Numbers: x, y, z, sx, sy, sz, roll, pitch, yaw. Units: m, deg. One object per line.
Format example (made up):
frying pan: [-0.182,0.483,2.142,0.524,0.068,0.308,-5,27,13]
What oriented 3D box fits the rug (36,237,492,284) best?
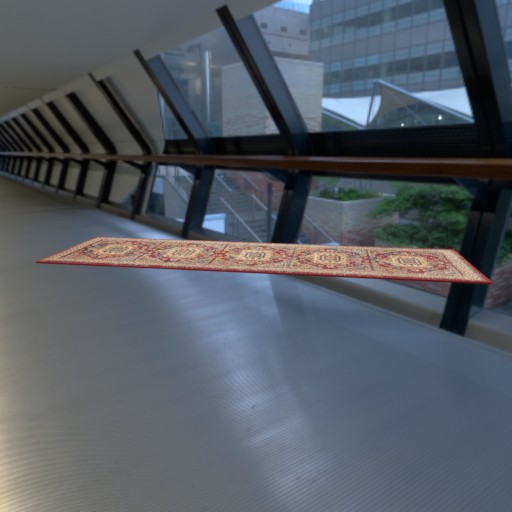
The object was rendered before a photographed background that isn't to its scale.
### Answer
rug: [0.000,0.000,2.514,2.292,0.015,0.659,2,15,9]
